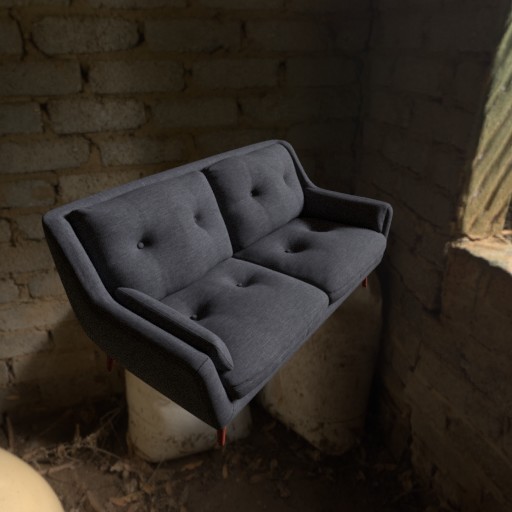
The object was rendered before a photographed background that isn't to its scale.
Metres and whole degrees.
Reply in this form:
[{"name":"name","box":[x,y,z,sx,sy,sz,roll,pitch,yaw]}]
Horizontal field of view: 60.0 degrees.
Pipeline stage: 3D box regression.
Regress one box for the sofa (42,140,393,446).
[{"name":"sofa","box":[0.000,0.000,2.414,0.975,0.896,1.929,17,31,30]}]
